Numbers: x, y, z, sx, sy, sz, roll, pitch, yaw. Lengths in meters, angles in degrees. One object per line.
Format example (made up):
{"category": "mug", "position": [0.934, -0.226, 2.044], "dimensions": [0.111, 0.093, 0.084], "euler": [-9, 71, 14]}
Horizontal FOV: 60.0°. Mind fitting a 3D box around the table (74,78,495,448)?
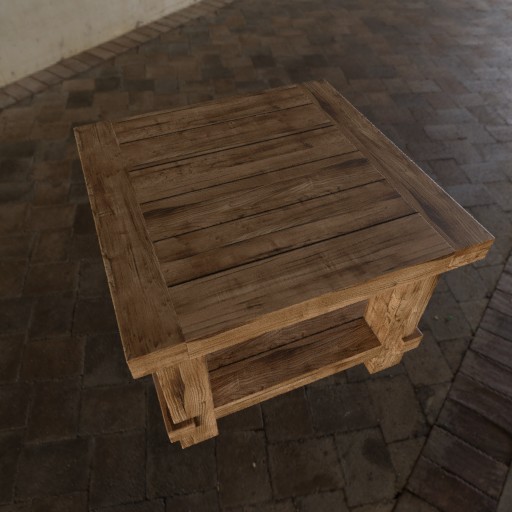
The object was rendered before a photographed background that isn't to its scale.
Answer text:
{"category": "table", "position": [0.000, 0.000, 1.016], "dimensions": [0.610, 0.457, 0.610], "euler": [-17, 50, -15]}
